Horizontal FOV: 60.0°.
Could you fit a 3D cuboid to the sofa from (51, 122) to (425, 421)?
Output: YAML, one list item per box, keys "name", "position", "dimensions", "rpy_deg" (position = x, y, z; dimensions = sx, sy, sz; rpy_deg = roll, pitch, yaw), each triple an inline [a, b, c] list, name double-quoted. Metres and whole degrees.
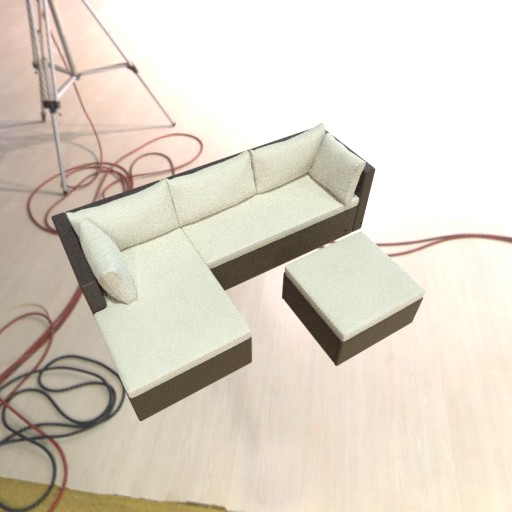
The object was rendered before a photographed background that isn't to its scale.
- name: "sofa"
  position: [0.000, 0.000, 3.011]
  dimensions: [2.192, 0.766, 1.612]
  rpy_deg: [-24, 52, -20]
